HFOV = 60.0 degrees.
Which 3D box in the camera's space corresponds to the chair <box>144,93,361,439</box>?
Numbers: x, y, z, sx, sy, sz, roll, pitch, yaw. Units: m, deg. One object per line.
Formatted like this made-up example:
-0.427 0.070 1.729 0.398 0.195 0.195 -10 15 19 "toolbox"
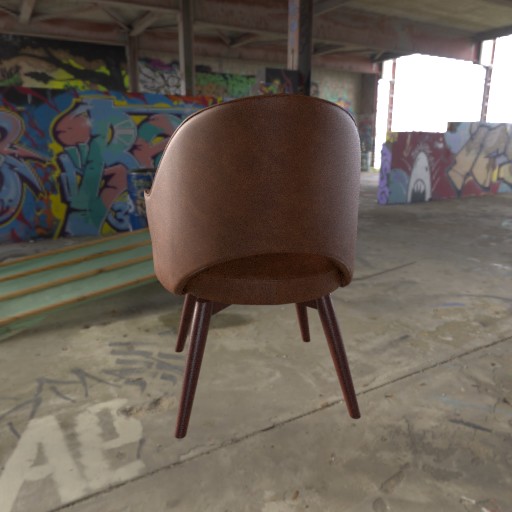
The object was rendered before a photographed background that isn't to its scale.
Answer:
0.000 0.000 1.207 0.591 0.777 0.640 -3 15 -10 "chair"
